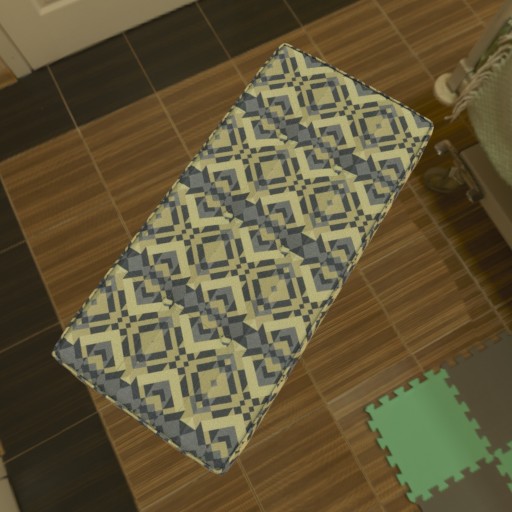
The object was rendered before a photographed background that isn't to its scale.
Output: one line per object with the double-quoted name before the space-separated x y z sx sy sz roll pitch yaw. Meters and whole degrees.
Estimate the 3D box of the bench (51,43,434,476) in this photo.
"bench" 0.000 0.000 1.285 0.492 0.477 1.016 32 77 8
